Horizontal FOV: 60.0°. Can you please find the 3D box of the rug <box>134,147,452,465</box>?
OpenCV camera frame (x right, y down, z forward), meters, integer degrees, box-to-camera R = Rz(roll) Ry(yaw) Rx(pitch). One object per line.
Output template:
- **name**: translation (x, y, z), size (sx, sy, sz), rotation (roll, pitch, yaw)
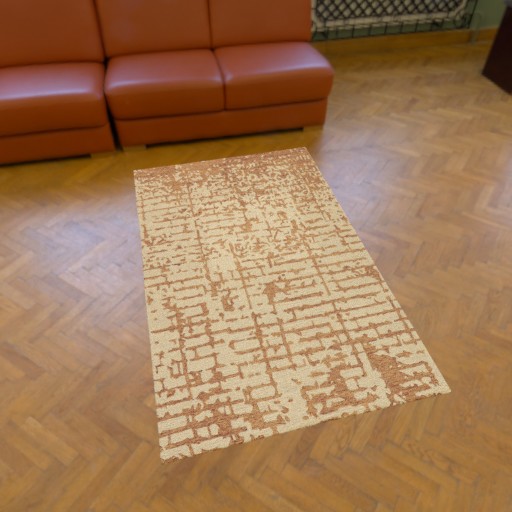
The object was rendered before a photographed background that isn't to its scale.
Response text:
- **rug**: translation (0.000, 0.000, 3.024), size (1.517, 0.011, 2.435), rotation (-10, 47, -10)
